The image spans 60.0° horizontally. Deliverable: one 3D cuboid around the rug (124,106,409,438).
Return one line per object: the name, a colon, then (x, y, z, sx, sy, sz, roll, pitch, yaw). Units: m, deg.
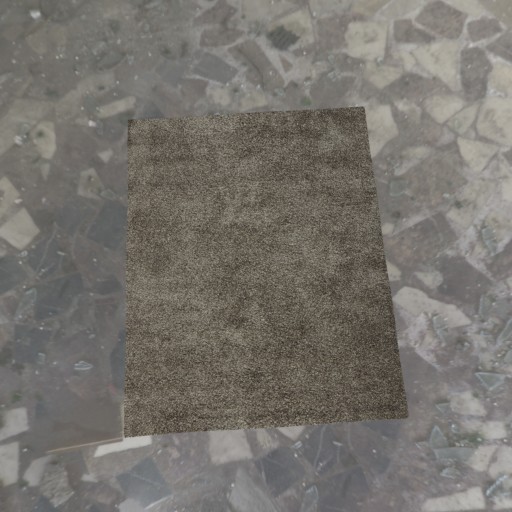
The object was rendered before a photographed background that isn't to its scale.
rug: (0.000, 0.000, 4.109, 2.401, 0.025, 3.000, -4, 75, -1)
